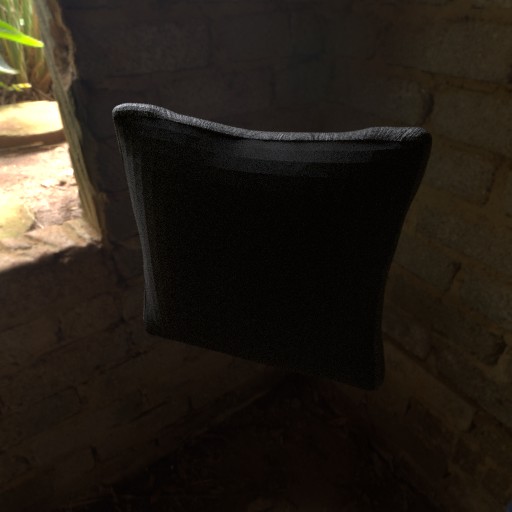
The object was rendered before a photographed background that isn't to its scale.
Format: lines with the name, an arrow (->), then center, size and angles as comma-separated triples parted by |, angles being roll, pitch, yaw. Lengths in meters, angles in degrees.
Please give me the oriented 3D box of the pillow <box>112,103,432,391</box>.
pillow -> 0.000, 0.000, 0.820 | 0.533, 0.523, 0.210 | 10, 34, 16
